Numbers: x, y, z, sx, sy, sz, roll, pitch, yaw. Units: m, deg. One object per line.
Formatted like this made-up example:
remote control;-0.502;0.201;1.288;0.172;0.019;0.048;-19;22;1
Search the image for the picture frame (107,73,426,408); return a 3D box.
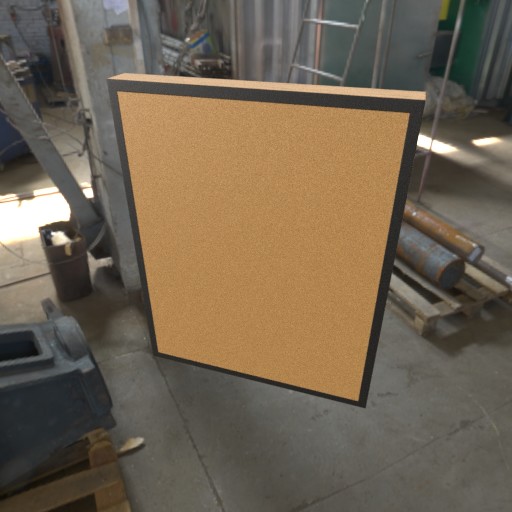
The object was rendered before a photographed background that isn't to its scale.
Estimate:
picture frame;0.000;0.000;0.717;0.421;0.526;0.046;10;33;15
